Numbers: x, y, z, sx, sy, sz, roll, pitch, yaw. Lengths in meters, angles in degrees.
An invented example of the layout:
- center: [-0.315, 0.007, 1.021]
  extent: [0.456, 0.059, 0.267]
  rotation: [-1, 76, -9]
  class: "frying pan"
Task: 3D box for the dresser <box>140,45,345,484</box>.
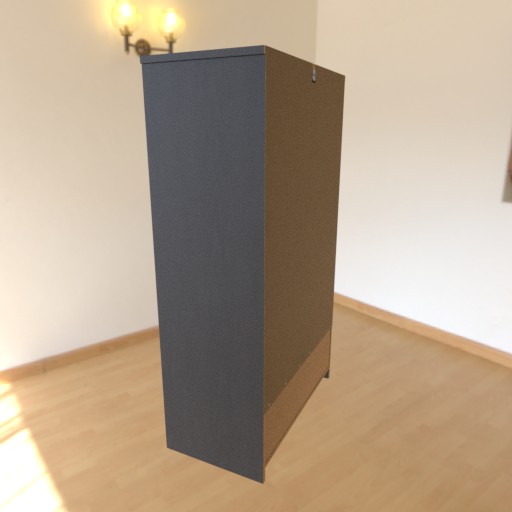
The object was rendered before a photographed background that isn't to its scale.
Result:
- center: [0.000, 0.000, 1.593]
  extent: [0.399, 1.255, 0.704]
  rotation: [8, 18, 25]
  class: "dresser"
